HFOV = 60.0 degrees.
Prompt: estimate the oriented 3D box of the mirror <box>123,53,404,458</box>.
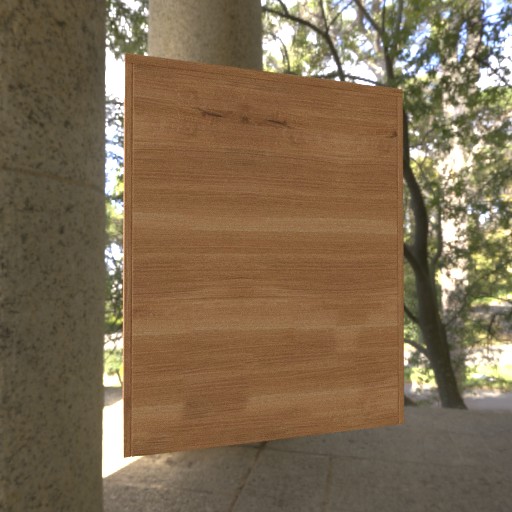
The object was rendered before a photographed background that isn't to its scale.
[{"bbox_3d":[0.000,0.000,1.397,0.800,1.000,0.400,0,-1,-17],"label":"mirror"}]
